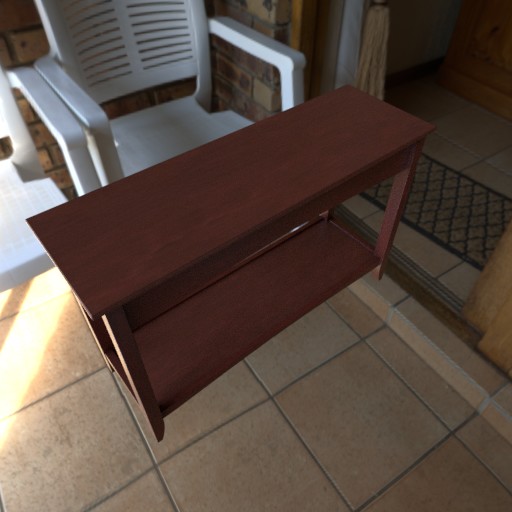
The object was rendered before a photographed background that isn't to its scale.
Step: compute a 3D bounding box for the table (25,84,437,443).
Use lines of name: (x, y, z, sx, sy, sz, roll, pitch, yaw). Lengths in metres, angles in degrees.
table: (0.000, 0.000, 1.538, 1.188, 0.739, 0.392, -30, 53, -26)
